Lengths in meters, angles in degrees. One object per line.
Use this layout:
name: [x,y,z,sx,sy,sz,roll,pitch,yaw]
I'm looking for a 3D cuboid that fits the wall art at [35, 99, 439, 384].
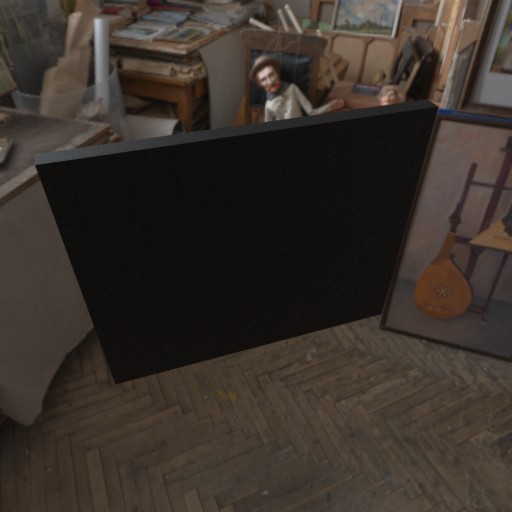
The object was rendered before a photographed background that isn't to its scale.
wall art: [0.000,0.000,0.747,0.558,0.457,0.029,-12,42,-14]
